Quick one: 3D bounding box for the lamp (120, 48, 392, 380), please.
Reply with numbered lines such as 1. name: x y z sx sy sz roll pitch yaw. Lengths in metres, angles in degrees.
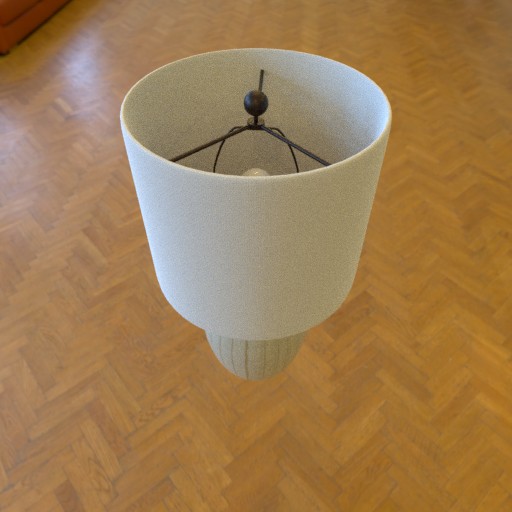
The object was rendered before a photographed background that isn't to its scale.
1. lamp: 0.000 0.000 0.740 0.329 0.570 0.329 3 46 2
